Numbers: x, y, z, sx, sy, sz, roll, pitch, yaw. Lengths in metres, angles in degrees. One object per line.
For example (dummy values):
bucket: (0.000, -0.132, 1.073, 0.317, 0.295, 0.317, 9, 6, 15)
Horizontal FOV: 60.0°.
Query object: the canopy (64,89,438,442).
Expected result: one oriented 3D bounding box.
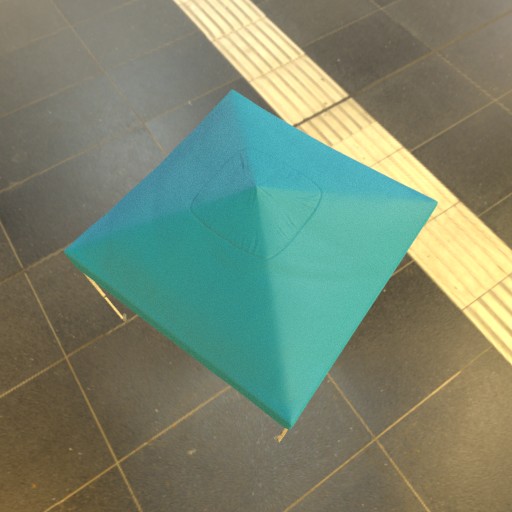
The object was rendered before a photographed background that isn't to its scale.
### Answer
canopy: (0.000, 0.000, 5.566, 2.998, 2.997, 2.996, 33, 68, 15)
